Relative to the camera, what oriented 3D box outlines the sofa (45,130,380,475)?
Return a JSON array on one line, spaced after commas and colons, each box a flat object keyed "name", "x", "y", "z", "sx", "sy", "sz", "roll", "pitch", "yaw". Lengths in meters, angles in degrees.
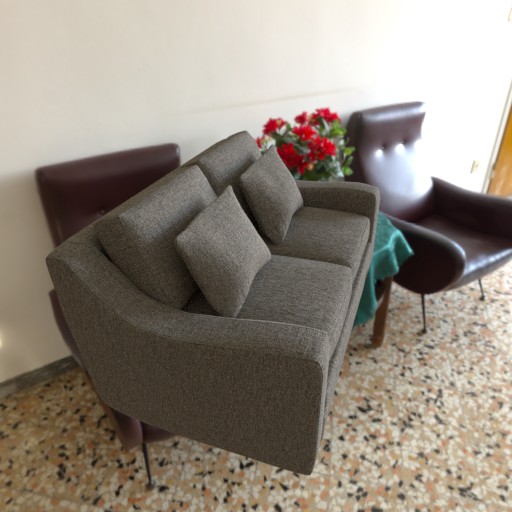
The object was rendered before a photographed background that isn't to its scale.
[{"name": "sofa", "x": 0.000, "y": 0.000, "z": 2.396, "sx": 1.120, "sy": 0.991, "sz": 1.778, "roll": 11, "pitch": 32, "yaw": 17}]
